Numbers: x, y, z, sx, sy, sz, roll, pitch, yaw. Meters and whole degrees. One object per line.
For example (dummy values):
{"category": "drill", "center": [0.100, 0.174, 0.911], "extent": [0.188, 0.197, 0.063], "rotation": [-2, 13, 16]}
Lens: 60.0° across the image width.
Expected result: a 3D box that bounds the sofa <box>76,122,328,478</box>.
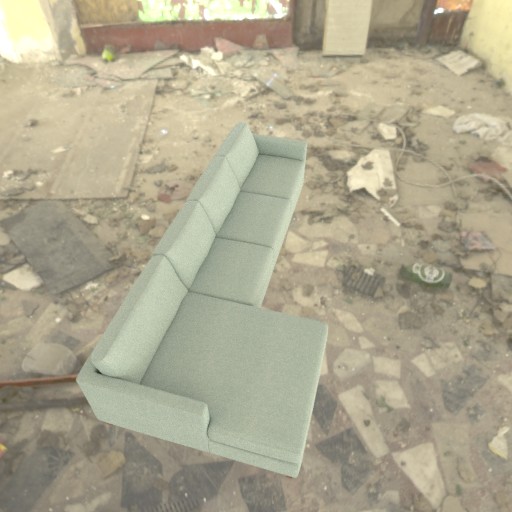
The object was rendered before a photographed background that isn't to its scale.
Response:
{"category": "sofa", "center": [0.000, 0.000, 4.191], "extent": [1.600, 0.953, 3.470], "rotation": [11, 46, 11]}
